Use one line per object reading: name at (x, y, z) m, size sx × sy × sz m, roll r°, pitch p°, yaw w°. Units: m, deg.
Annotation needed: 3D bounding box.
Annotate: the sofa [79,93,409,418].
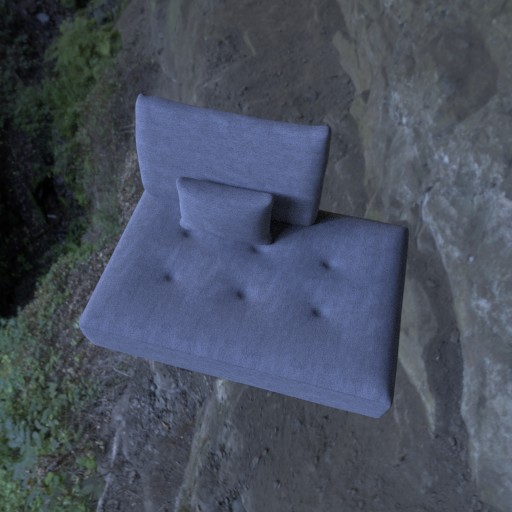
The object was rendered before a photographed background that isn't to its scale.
sofa at (0.000, 0.000, 2.055) m, size 1.450 × 0.820 × 1.002 m, roll 12°, pitch 59°, yaw 8°
